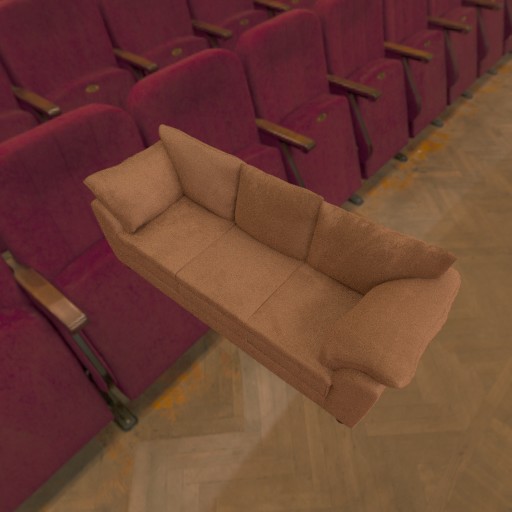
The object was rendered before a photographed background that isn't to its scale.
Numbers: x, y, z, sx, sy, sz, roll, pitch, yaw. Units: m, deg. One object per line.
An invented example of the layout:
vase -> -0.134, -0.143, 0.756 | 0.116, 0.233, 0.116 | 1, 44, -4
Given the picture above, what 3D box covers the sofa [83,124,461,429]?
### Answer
sofa -> 0.000, 0.000, 2.877 | 2.377, 0.981, 0.893 | 31, 53, 27
